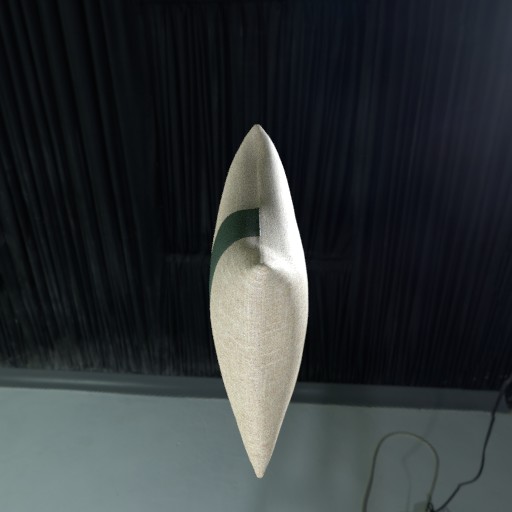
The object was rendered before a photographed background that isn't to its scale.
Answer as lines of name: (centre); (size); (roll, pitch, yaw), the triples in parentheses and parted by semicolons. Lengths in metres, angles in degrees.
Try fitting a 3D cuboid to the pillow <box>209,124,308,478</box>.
pillow: (0.000, 0.000, 1.030); (0.197, 0.429, 0.859); (0, 28, 0)
